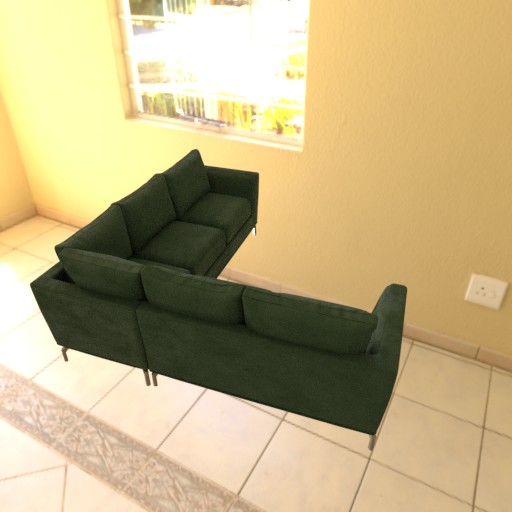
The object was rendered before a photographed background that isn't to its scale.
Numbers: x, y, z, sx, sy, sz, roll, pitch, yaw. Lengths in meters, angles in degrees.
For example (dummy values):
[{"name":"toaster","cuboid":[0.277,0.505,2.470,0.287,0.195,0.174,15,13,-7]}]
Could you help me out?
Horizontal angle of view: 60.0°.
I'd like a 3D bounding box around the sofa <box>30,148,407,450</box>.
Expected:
[{"name":"sofa","cuboid":[0.000,0.000,3.804,2.468,1.004,2.452,11,34,16]}]
